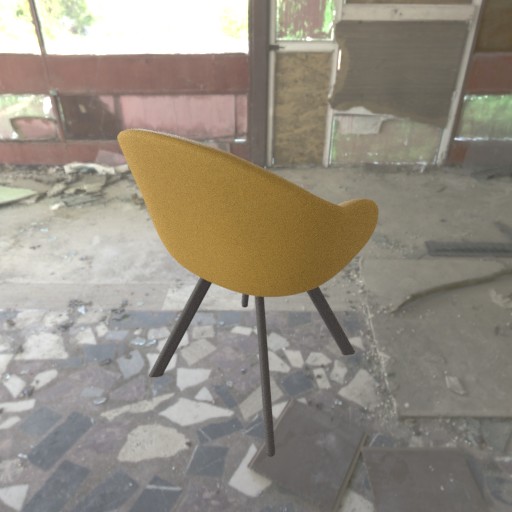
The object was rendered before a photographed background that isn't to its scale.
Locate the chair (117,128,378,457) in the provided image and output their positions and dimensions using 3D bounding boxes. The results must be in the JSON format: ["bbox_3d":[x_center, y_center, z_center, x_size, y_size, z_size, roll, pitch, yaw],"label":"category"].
[{"bbox_3d":[0.000,0.000,1.203,0.551,0.793,0.583,21,38,31],"label":"chair"}]
